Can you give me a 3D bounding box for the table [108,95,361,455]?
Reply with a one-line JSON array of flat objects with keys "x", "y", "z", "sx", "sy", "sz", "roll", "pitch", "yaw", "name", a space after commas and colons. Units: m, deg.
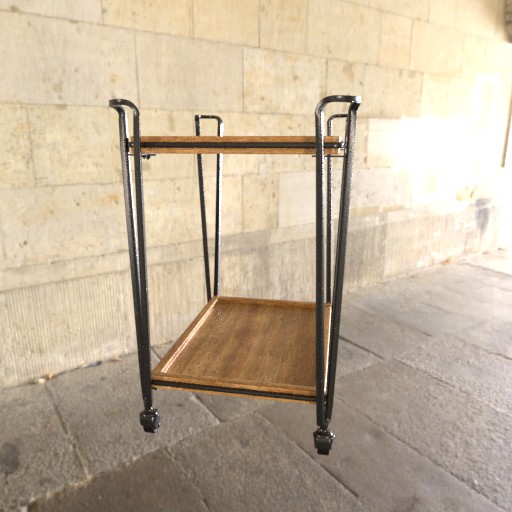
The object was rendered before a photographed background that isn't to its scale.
[{"x": 0.000, "y": 0.000, "z": 1.240, "sx": 0.505, "sy": 0.785, "sz": 0.672, "roll": 3, "pitch": 15, "yaw": 10, "name": "table"}]
